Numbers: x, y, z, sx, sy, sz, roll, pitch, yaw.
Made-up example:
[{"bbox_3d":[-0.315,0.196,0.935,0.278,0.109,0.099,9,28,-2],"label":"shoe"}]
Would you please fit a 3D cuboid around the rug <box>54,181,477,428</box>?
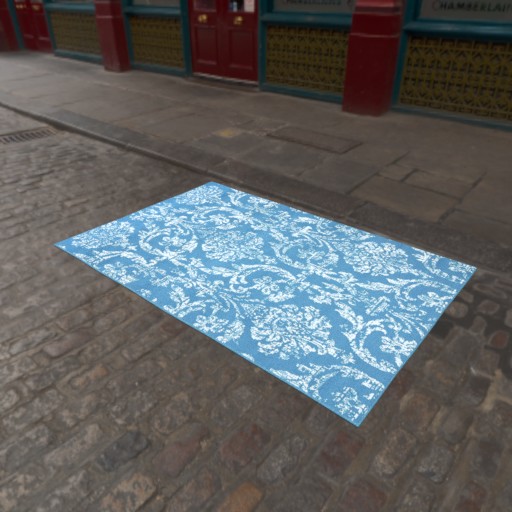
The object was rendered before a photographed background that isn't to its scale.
[{"bbox_3d":[0.000,0.000,2.287,1.833,0.012,1.211,23,38,33],"label":"rug"}]
